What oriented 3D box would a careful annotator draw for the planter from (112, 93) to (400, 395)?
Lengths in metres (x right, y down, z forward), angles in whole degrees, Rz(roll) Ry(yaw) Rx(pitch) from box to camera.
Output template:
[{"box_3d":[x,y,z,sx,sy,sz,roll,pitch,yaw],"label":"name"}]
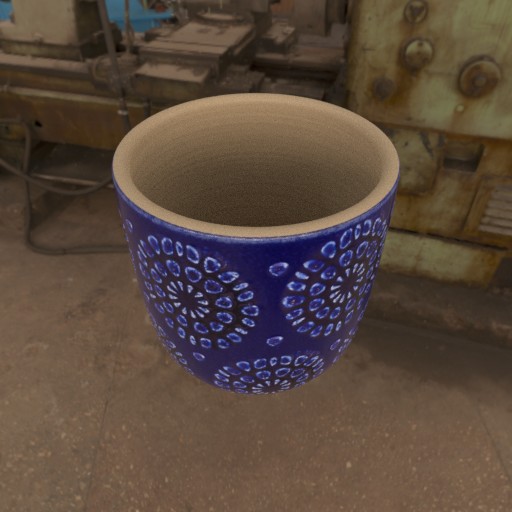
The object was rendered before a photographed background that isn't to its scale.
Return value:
[{"box_3d":[0.000,0.000,0.206,0.109,0.112,0.109,0,42,0],"label":"planter"}]
